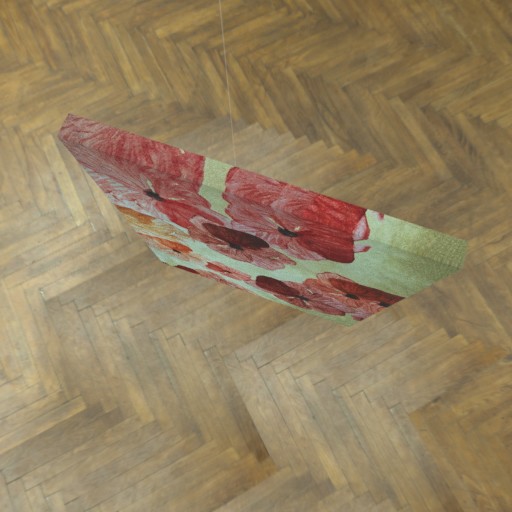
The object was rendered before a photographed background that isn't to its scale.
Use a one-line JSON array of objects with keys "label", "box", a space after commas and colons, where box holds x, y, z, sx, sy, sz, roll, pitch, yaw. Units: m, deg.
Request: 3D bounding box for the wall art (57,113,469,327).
[{"label": "wall art", "box": [0.000, 0.000, 0.667, 0.406, 0.508, 0.028, 19, 76, 5]}]
